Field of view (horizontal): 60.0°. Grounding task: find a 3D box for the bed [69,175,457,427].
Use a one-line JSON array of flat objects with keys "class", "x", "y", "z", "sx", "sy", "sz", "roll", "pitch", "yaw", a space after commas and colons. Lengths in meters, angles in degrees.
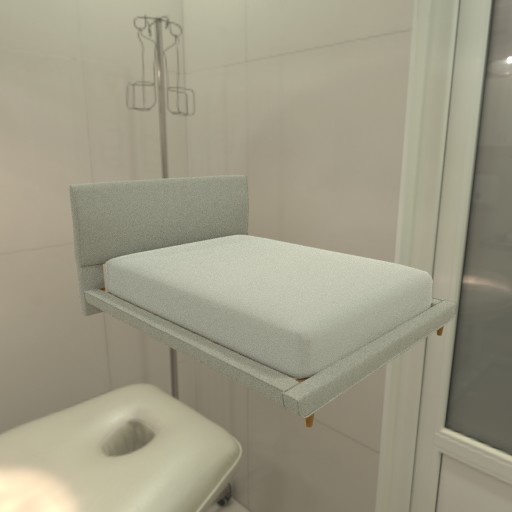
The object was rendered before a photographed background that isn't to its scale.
[{"class": "bed", "x": 0.000, "y": 0.000, "z": 3.365, "sx": 2.368, "sy": 1.067, "sz": 1.840, "roll": 13, "pitch": 19, "yaw": 43}]
